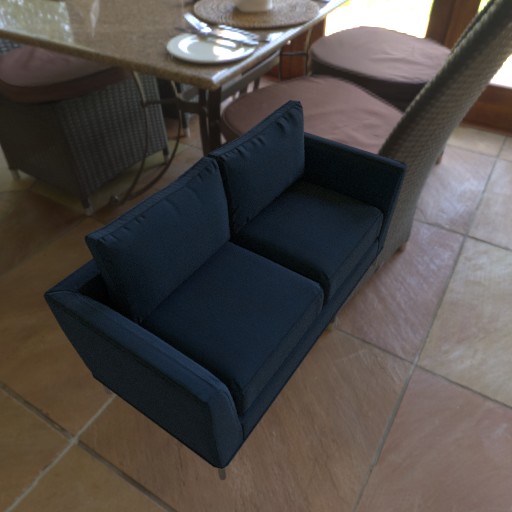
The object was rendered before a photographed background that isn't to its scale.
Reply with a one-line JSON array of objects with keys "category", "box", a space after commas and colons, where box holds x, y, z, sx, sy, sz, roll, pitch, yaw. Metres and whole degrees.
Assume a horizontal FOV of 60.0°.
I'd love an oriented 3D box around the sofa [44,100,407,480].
[{"category": "sofa", "box": [0.000, 0.000, 2.269, 0.853, 1.002, 1.770, 25, 49, 25]}]
